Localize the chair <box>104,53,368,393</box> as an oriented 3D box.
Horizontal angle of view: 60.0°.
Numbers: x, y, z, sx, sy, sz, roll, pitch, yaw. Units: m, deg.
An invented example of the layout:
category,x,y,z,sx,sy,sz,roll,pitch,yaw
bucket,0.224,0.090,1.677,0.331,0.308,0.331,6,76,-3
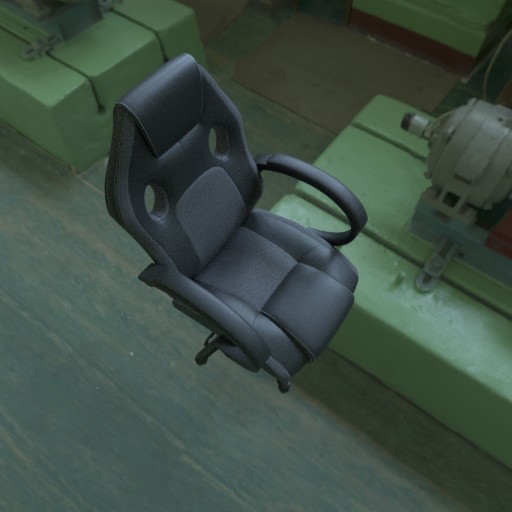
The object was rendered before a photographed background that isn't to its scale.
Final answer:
category,x,y,z,sx,sy,sz,roll,pitch,yaw
chair,0.000,0.000,1.559,0.724,1.187,0.673,32,63,18
